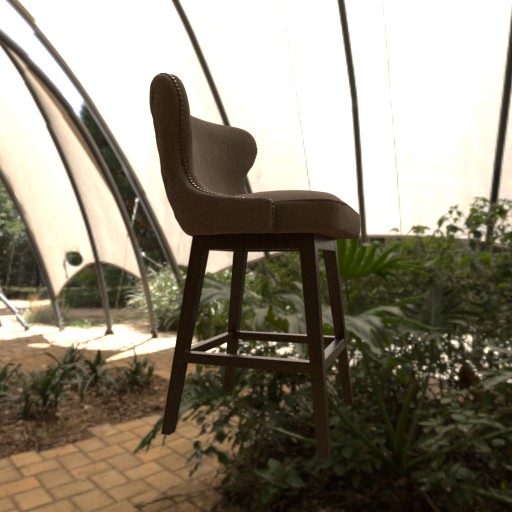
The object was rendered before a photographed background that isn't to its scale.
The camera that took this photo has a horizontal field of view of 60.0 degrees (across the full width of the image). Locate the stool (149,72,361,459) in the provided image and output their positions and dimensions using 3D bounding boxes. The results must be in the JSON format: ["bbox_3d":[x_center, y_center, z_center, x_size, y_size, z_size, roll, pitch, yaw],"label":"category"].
[{"bbox_3d":[0.000,0.000,1.356,0.597,0.972,0.615,0,-1,20],"label":"stool"}]
